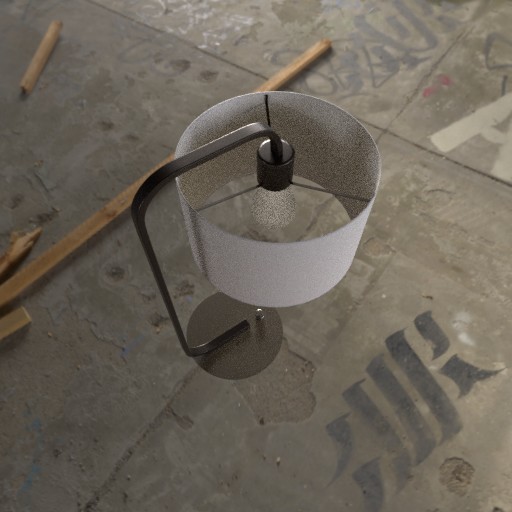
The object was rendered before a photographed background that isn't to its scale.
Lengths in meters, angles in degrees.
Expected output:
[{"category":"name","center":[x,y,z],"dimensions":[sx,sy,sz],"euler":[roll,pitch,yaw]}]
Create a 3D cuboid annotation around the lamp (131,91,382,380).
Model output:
[{"category":"lamp","center":[0.000,0.000,0.635],"dimensions":[0.288,0.473,0.230],"euler":[-30,62,-18]}]
